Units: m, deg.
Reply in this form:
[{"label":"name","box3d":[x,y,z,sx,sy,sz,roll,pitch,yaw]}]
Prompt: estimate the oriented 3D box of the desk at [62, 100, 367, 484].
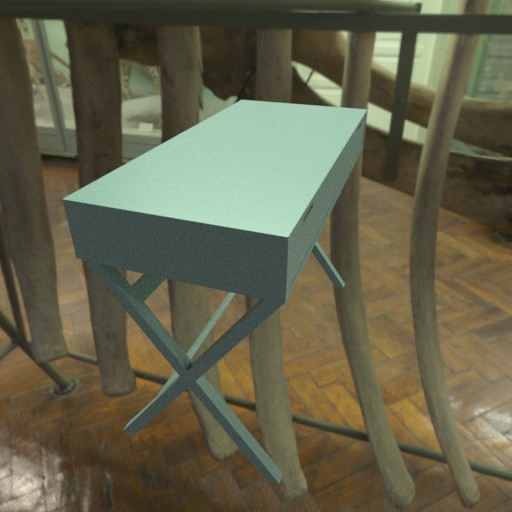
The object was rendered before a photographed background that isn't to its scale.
[{"label":"desk","box3d":[0.000,0.000,1.503,0.509,0.780,1.059,11,33,17]}]
